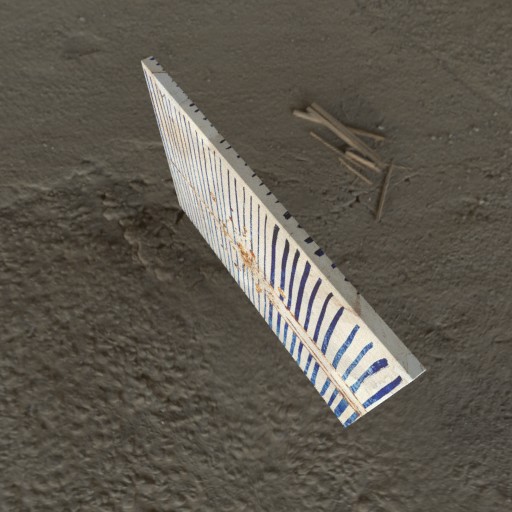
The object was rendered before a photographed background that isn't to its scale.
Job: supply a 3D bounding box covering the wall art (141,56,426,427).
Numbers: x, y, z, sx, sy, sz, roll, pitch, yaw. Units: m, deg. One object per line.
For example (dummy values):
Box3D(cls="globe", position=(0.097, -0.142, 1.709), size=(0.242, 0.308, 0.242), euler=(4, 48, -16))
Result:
Box3D(cls="wall art", position=(0.000, 0.000, 1.439), size=(0.038, 0.757, 1.143), euler=(-32, 67, -16))
